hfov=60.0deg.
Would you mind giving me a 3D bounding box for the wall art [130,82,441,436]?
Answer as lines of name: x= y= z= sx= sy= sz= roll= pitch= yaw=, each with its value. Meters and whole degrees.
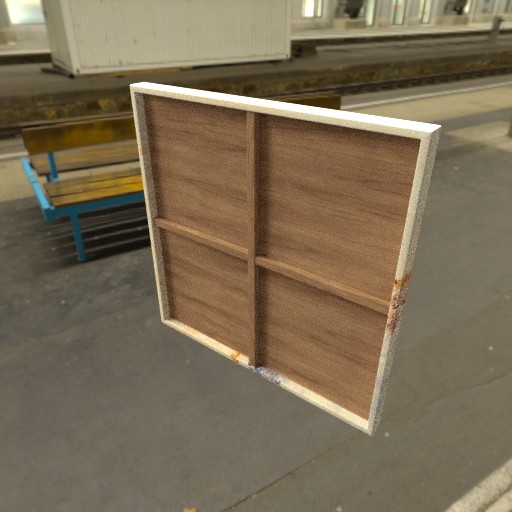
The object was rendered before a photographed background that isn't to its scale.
wall art: x=0.000 y=0.000 z=1.579 sx=1.061 sy=1.061 sz=0.071 roll=21 pitch=36 yaw=31
